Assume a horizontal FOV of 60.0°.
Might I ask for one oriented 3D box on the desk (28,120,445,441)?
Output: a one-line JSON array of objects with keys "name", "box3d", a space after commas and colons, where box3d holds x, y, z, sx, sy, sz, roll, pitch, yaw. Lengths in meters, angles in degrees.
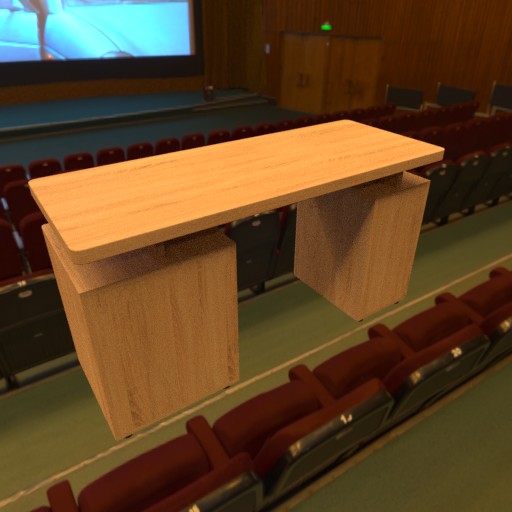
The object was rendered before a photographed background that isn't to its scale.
[{"name": "desk", "box3d": [0.000, 0.000, 1.753, 1.400, 0.760, 0.550, -19, 36, -29]}]
